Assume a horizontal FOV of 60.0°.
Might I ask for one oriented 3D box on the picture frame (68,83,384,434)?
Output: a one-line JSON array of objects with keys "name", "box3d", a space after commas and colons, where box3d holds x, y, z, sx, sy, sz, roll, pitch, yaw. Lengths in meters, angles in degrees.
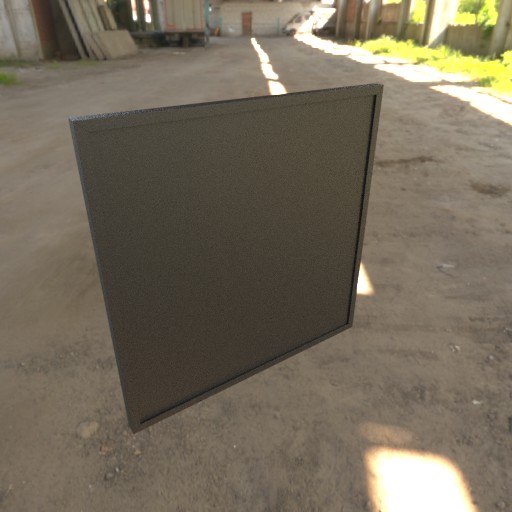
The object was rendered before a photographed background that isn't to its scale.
[{"name": "picture frame", "box3d": [0.000, 0.000, 1.140, 0.775, 0.775, 0.032, -18, 34, -30]}]
